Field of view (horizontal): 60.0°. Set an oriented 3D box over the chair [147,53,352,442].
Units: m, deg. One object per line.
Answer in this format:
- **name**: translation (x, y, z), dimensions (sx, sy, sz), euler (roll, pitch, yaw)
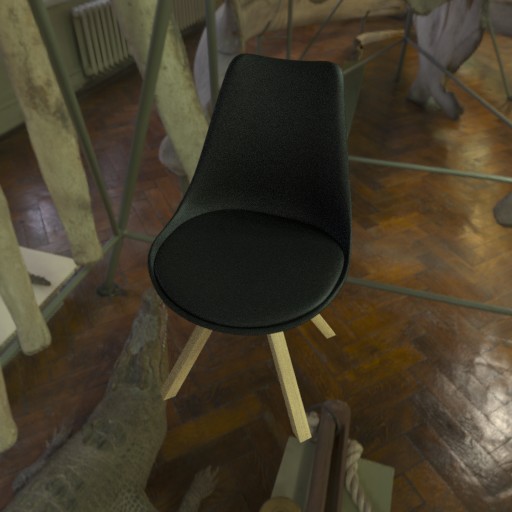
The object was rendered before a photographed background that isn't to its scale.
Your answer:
- **chair**: translation (0.000, 0.000, 1.160), dimensions (0.485, 0.850, 0.549), euler (12, 42, 14)
